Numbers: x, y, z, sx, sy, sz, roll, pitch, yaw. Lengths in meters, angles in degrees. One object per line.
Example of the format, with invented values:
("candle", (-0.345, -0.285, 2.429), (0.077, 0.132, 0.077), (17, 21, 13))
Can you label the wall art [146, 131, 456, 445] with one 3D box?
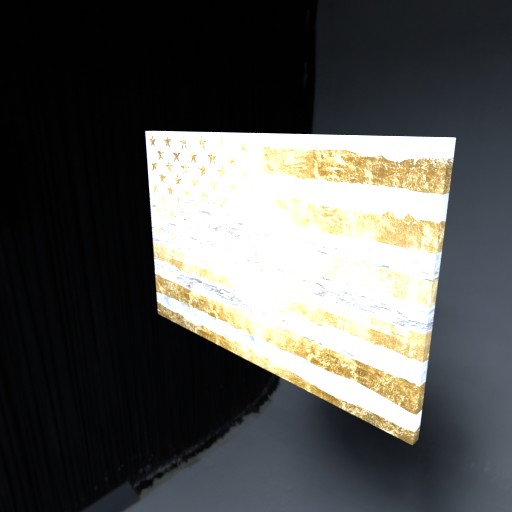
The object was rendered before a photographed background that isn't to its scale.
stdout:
("wall art", (0.000, 0.000, 1.147), (0.932, 0.610, 0.027), (16, 23, 42))
